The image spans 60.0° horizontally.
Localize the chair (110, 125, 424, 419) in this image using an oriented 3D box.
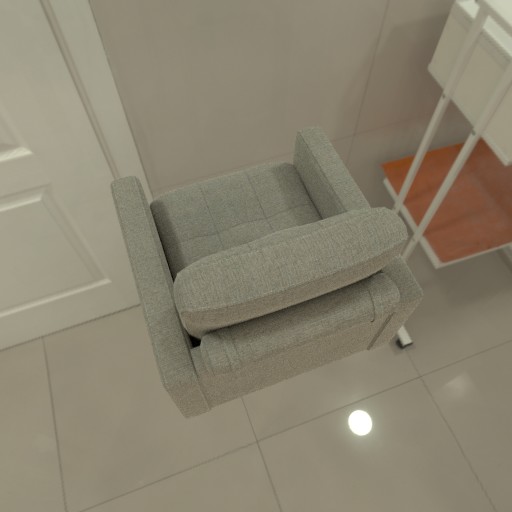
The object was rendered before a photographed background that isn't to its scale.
[{"bbox_3d":[0.000,0.000,1.557,0.821,0.880,0.843,-18,61,-10],"label":"chair"}]
